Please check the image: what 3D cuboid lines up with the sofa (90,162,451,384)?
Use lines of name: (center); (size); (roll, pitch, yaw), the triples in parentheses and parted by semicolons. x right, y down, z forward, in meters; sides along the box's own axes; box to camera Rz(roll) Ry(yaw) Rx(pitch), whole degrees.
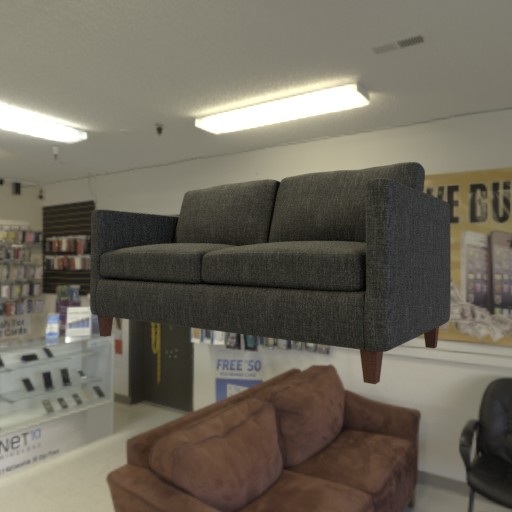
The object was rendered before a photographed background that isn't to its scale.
sofa: (0.000, 0.000, 2.509); (1.884, 0.963, 0.950); (0, 0, 36)
